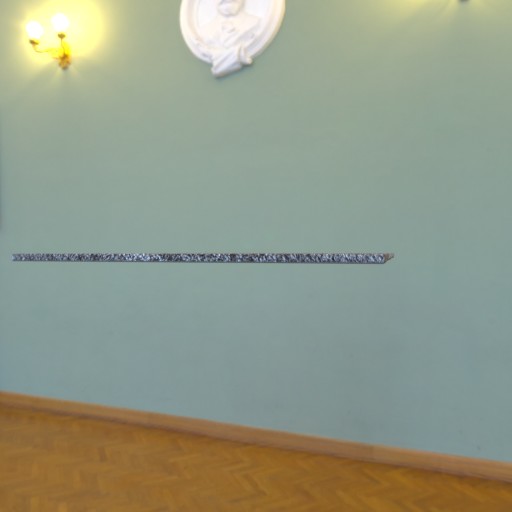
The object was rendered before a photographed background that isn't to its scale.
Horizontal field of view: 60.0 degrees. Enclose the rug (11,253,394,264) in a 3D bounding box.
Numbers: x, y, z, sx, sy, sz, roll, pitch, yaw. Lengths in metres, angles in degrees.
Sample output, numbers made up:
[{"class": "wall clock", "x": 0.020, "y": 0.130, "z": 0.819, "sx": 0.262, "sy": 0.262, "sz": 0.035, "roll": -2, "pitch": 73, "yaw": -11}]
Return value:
[{"class": "rug", "x": 0.000, "y": 0.000, "z": 2.048, "sx": 1.198, "sy": 0.025, "sz": 1.601, "roll": 0, "pitch": 0, "yaw": 18}]
